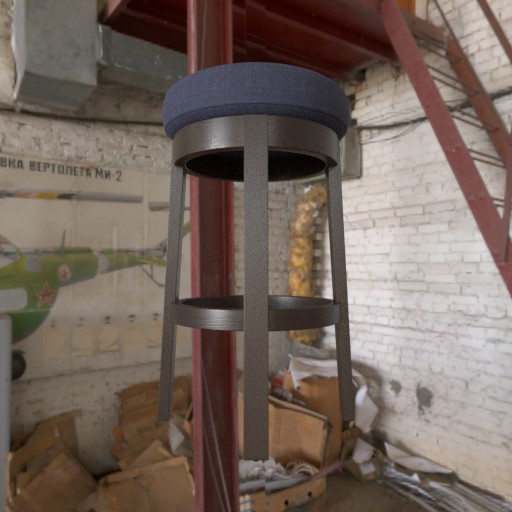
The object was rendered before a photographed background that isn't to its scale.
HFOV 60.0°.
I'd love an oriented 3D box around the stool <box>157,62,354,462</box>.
[{"bbox_3d":[0.000,0.000,1.031,0.446,0.758,0.446,0,-1,0],"label":"stool"}]
